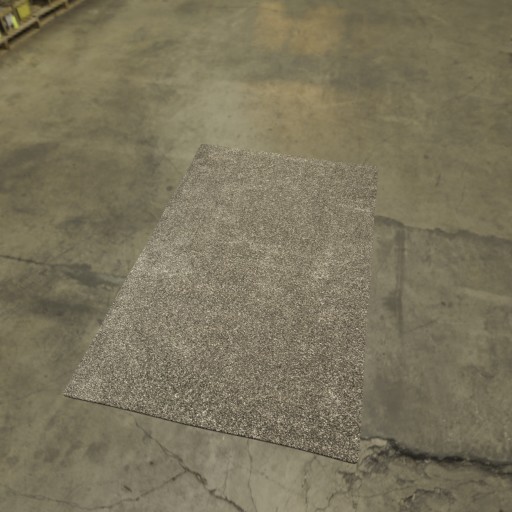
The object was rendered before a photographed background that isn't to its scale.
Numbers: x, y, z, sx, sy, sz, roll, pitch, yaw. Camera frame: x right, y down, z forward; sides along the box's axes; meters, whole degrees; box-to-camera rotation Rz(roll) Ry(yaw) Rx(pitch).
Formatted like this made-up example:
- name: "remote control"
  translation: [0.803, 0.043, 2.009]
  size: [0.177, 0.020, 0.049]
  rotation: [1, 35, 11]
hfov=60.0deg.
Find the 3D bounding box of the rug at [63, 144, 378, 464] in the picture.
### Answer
- name: "rug"
  translation: [0.000, 0.000, 2.934]
  size: [1.502, 0.025, 2.350]
  rotation: [10, 48, 9]
